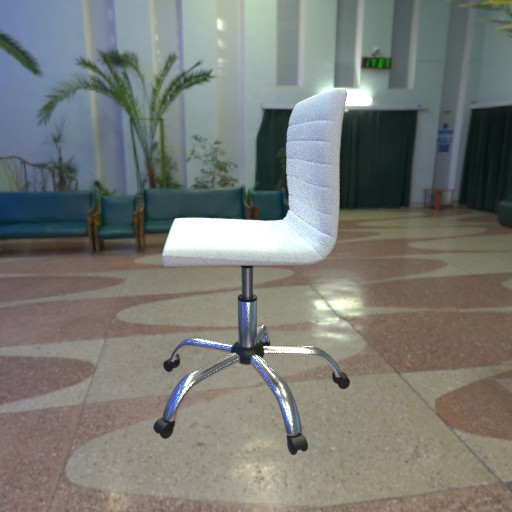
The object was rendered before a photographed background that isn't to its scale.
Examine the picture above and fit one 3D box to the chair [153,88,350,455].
[{"bbox_3d":[0.000,0.000,1.136,0.530,0.780,0.556,-2,14,-7],"label":"chair"}]
